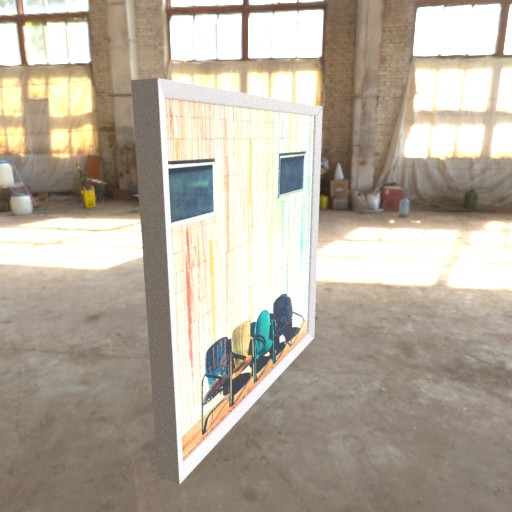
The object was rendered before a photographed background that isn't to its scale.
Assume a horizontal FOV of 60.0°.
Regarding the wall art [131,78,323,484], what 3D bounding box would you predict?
[{"bbox_3d":[0.000,0.000,0.751,0.037,0.508,0.508,8,17,27],"label":"wall art"}]
